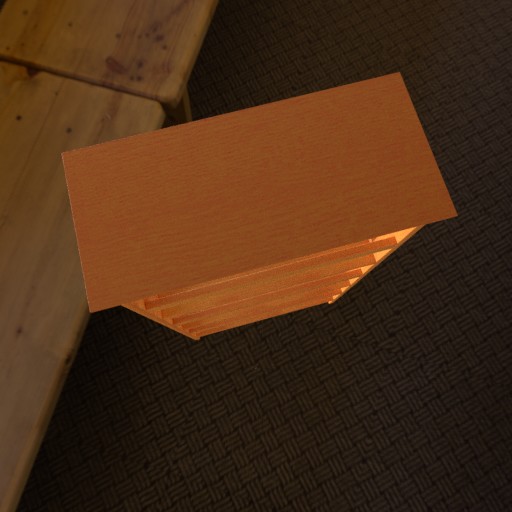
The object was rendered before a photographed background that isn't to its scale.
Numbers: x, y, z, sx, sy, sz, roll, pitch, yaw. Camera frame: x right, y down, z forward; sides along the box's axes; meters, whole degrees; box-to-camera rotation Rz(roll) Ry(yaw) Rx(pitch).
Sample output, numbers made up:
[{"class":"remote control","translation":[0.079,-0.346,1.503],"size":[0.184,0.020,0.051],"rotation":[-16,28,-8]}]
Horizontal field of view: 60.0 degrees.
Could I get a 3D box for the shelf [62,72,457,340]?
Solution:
[{"class":"shelf","translation":[0.000,0.000,1.319],"size":[0.660,1.067,0.305],"rotation":[-15,76,-4]}]
